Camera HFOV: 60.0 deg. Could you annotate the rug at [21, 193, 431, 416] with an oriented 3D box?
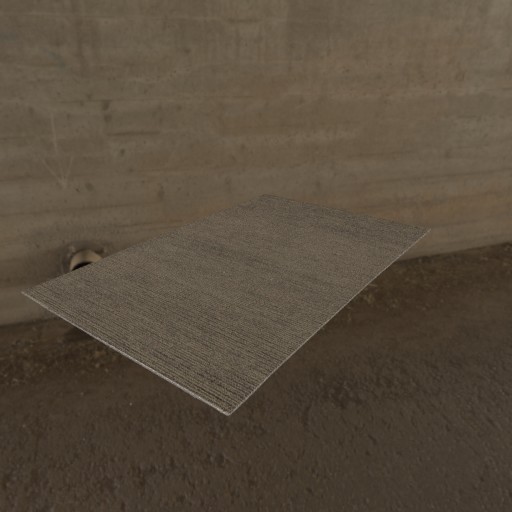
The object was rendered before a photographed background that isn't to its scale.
[{"bbox_3d":[0.000,0.000,2.189,1.149,0.021,1.773,18,31,33],"label":"rug"}]
